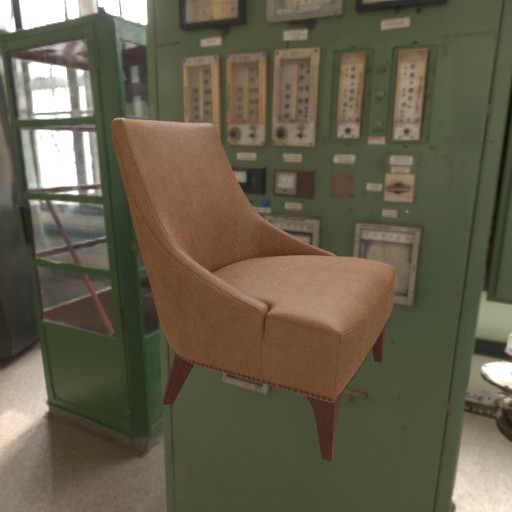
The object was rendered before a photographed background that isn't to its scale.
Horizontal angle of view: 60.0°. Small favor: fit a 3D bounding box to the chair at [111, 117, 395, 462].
[{"bbox_3d":[0.000,0.000,1.527,0.861,0.909,0.701,7,16,27],"label":"chair"}]
